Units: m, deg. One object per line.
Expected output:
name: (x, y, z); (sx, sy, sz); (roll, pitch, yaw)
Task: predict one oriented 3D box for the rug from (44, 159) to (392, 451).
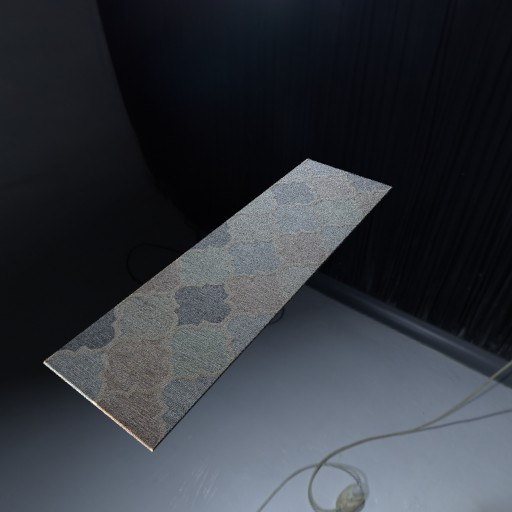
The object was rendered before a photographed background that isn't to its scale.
rug: (0.000, 0.000, 2.525); (0.687, 0.011, 2.287); (25, 47, 26)
